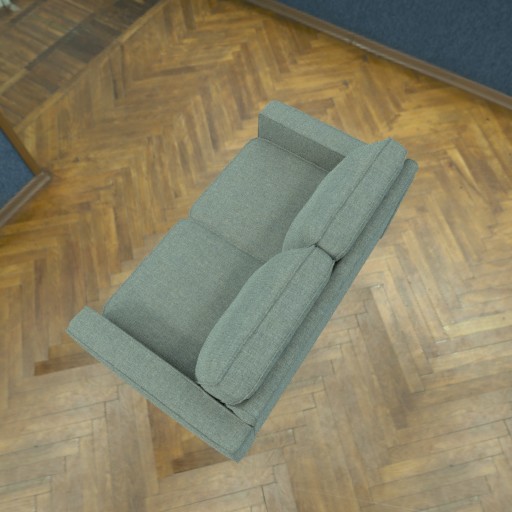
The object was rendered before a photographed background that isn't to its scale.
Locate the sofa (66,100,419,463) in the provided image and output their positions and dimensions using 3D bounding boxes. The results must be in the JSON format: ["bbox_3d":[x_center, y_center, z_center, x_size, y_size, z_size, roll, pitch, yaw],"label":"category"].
[{"bbox_3d":[0.000,0.000,2.269,0.945,0.915,1.706,31,67,15],"label":"sofa"}]
